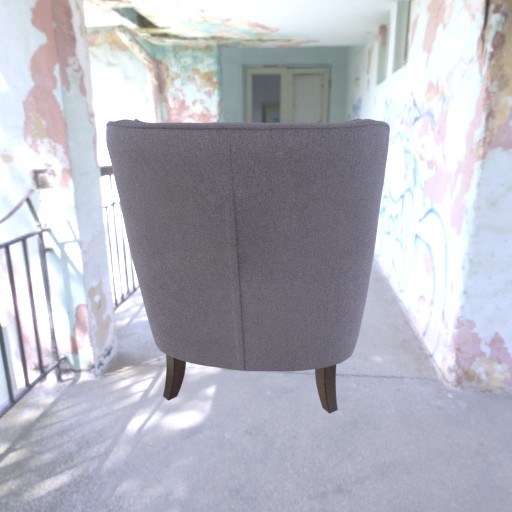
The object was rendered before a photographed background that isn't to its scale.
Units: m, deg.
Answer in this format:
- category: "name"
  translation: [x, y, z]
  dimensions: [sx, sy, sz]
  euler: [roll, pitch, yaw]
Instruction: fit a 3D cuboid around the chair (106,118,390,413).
- category: "chair"
  translation: [0.000, 0.000, 1.565]
  dimensions: [0.781, 0.919, 0.910]
  euler: [2, 17, 7]
